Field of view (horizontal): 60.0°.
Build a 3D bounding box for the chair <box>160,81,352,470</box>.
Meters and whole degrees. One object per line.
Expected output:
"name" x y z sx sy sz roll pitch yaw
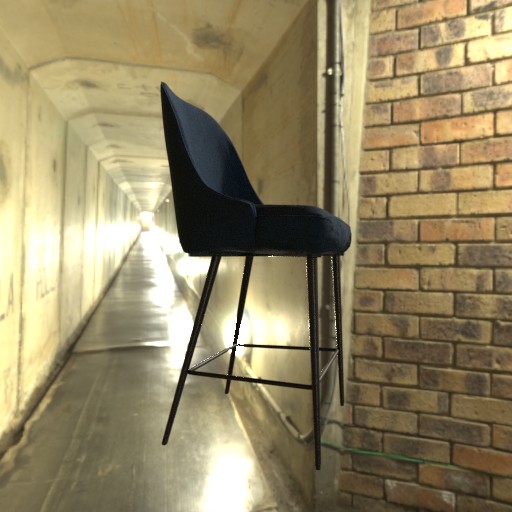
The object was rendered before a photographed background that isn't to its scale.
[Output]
"chair" 0.000 0.000 1.227 0.489 0.927 0.526 0 1 18
